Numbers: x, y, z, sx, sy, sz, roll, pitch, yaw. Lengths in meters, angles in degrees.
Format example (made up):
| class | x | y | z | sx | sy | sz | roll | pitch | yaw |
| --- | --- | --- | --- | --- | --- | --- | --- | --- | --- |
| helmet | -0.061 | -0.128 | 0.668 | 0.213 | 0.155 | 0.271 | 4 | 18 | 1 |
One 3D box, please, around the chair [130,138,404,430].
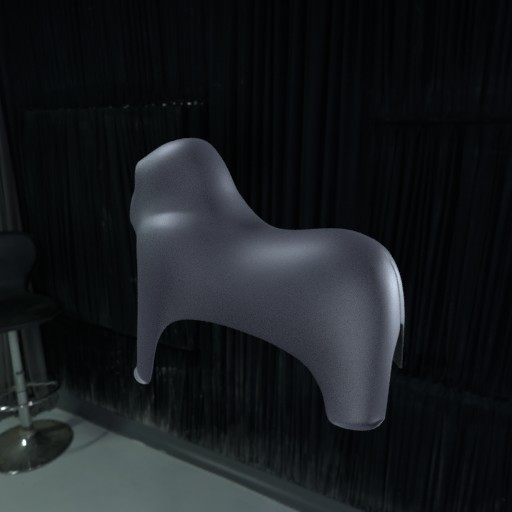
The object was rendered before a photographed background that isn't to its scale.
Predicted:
| class | x | y | z | sx | sy | sz | roll | pitch | yaw |
| --- | --- | --- | --- | --- | --- | --- | --- | --- | --- |
| chair | 0.000 | 0.000 | 1.167 | 0.758 | 0.600 | 0.490 | 7 | 17 | 25 |
